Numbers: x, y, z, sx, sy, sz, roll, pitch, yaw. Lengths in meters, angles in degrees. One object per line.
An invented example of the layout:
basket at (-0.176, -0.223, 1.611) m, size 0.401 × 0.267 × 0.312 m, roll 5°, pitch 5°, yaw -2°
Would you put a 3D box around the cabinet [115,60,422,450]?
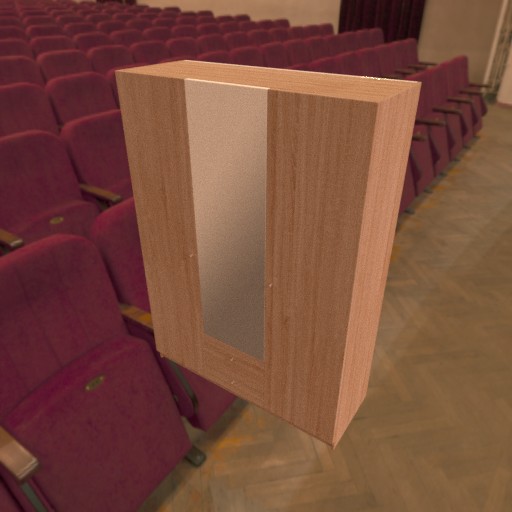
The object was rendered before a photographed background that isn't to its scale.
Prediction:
cabinet at (0.000, 0.000, 2.790) m, size 1.500 × 2.120 × 0.590 m, roll 19°, pitch 35°, yaw 29°
